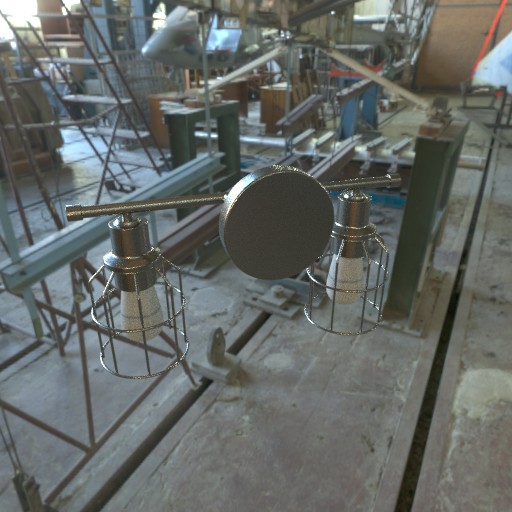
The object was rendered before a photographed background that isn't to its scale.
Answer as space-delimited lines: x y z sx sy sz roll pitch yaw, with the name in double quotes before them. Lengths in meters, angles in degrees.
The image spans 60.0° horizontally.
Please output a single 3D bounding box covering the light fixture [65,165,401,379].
"light fixture" 0.000 0.000 0.536 0.406 0.254 0.165 -8 28 -16
